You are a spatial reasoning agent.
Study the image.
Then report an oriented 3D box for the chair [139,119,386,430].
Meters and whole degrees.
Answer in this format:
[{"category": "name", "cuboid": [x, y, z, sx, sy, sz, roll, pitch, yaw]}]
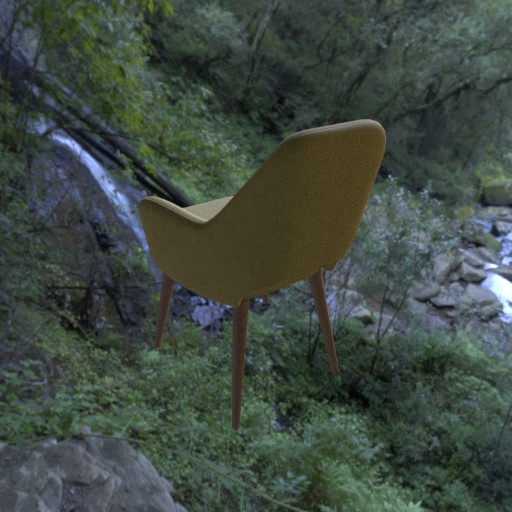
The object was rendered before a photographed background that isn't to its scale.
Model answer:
[{"category": "chair", "cuboid": [0.000, 0.000, 1.247, 0.590, 0.840, 0.610, -19, 35, -29]}]
